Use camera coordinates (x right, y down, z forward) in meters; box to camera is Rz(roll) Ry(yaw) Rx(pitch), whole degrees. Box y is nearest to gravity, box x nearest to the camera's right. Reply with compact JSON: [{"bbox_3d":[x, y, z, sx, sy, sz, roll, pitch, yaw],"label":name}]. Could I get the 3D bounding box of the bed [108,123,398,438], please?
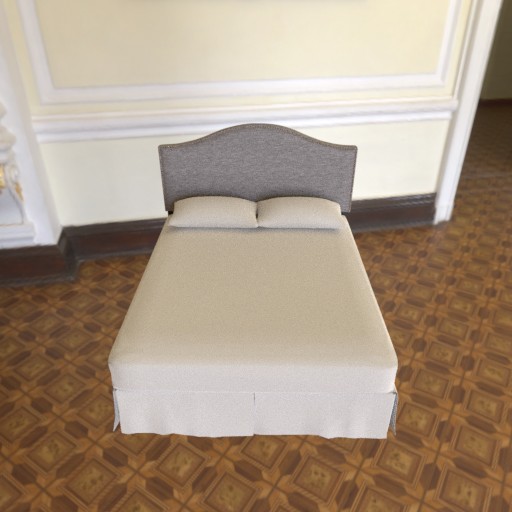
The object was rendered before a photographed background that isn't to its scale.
[{"bbox_3d":[0.000,0.000,2.966,1.610,1.295,1.870,0,31,1],"label":"bed"}]
